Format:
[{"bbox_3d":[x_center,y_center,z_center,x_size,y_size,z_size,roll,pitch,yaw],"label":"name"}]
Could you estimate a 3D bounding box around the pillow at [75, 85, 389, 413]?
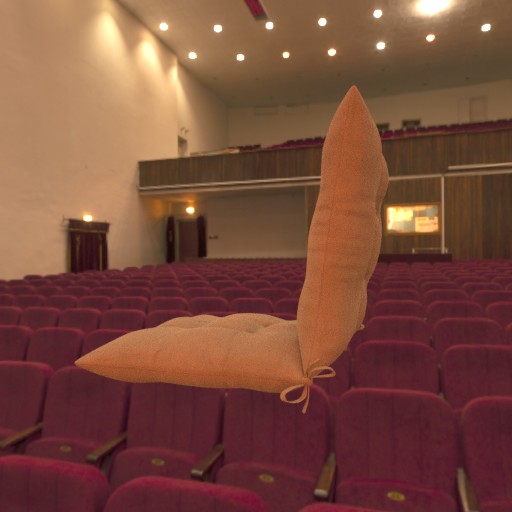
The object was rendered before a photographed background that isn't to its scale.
[{"bbox_3d":[0.000,0.000,1.017,0.585,0.536,0.541,0,-1,18],"label":"pillow"}]
